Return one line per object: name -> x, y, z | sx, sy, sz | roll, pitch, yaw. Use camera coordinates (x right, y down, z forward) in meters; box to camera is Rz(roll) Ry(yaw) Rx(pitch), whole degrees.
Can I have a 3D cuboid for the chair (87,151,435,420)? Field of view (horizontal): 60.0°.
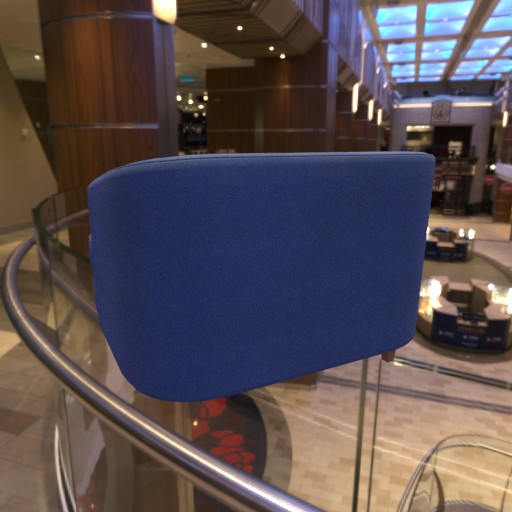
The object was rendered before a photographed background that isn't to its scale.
chair -> 0.000, 0.000, 1.696 | 1.118, 0.787, 0.914 | -7, 16, -26
